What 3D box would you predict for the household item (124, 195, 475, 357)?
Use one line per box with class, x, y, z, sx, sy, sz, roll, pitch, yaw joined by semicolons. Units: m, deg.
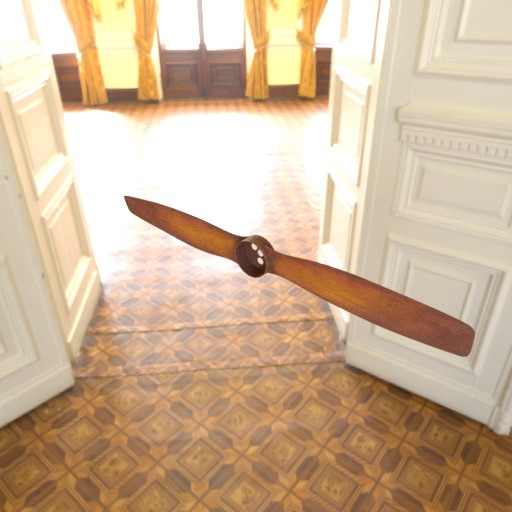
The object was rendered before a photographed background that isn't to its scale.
household item;0.000;0.000;1.257;1.181;0.121;0.051;22;37;33
